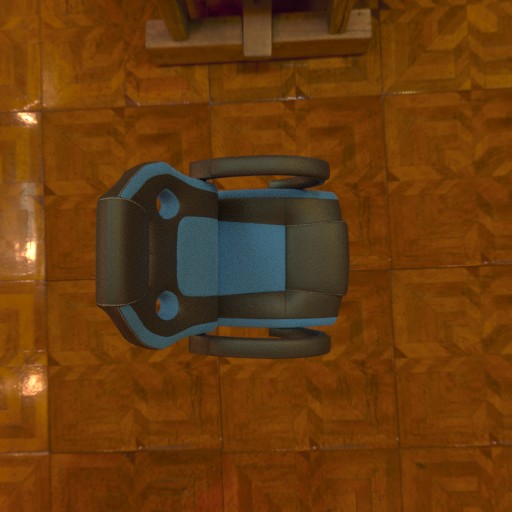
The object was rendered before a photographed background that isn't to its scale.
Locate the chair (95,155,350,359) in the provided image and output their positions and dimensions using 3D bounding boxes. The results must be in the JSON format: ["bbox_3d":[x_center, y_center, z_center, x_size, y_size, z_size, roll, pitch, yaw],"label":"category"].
[{"bbox_3d":[0.000,0.000,1.604,0.724,1.187,0.673,0,88,2],"label":"chair"}]
